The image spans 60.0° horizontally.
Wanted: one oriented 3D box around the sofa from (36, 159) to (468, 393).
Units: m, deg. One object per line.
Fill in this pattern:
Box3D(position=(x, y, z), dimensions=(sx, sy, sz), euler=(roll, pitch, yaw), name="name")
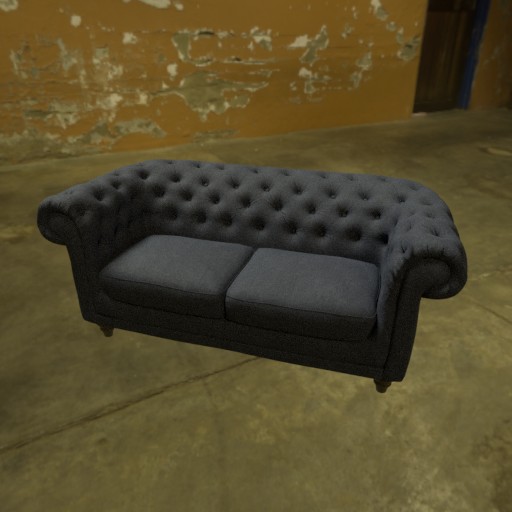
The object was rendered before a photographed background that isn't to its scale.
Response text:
Box3D(position=(0.000, 0.000, 2.473), dimensions=(1.988, 0.833, 1.082), euler=(8, 27, 15), name="sofa")
